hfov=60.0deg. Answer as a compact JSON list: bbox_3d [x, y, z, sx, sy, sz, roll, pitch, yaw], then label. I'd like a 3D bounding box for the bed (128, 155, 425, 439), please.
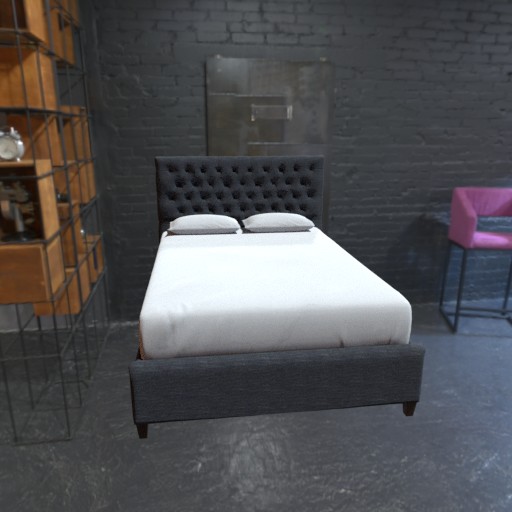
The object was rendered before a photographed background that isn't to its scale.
[{"bbox_3d":[0.000,0.000,3.505,1.698,1.427,2.387,-2,16,-7],"label":"bed"}]
